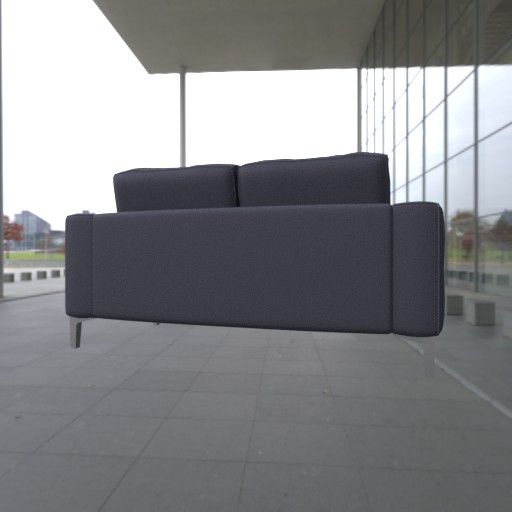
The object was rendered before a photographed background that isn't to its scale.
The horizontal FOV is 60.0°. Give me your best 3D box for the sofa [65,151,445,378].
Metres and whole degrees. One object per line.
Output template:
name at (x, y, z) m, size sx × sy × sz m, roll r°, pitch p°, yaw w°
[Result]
sofa at (0.000, 0.000, 2.253) m, size 1.726 × 0.893 × 0.833 m, roll 0°, pitch 0°, yaw 19°
